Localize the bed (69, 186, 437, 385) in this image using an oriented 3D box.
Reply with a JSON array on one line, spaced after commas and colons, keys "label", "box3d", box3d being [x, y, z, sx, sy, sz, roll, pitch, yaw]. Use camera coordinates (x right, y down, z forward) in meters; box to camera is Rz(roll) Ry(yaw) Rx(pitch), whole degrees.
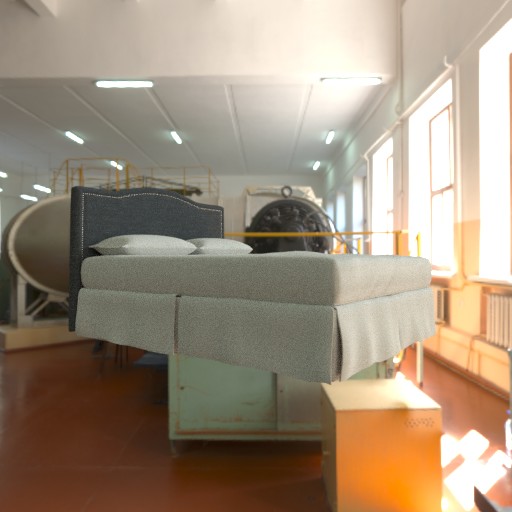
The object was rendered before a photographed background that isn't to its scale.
[{"label": "bed", "box3d": [0.000, 0.000, 4.038, 2.689, 1.457, 2.161, 0, 0, 36]}]
